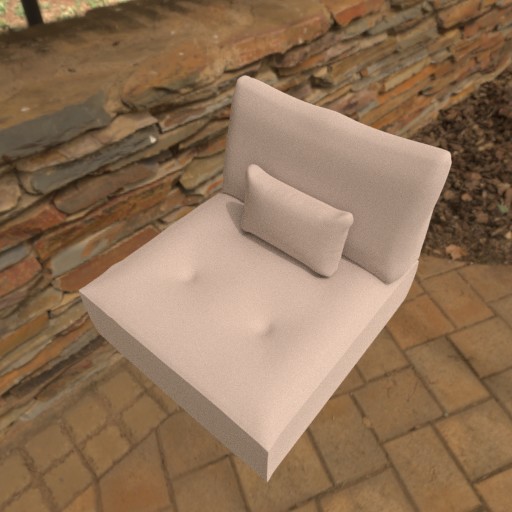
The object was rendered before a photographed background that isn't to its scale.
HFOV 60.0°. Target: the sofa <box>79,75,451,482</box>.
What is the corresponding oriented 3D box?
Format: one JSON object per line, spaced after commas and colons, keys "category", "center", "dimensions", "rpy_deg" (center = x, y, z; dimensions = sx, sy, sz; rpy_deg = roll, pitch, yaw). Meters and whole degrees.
{"category": "sofa", "center": [0.000, 0.000, 1.664], "dimensions": [0.935, 0.828, 1.000], "rpy_deg": [31, 54, 26]}
